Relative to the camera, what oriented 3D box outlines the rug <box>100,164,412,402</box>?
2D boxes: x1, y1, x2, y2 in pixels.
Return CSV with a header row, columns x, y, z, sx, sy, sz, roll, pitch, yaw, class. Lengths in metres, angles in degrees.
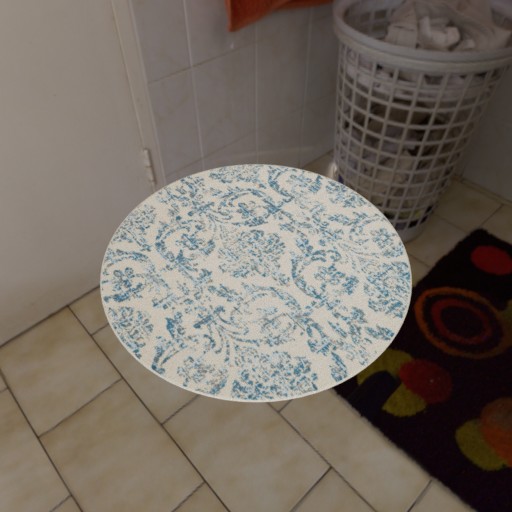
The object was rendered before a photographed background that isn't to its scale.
x,y,z,sx,sy,sz,roll,pitch,yaw,class
0.000,0.000,2.326,1.593,0.012,1.593,0,48,0,rug
